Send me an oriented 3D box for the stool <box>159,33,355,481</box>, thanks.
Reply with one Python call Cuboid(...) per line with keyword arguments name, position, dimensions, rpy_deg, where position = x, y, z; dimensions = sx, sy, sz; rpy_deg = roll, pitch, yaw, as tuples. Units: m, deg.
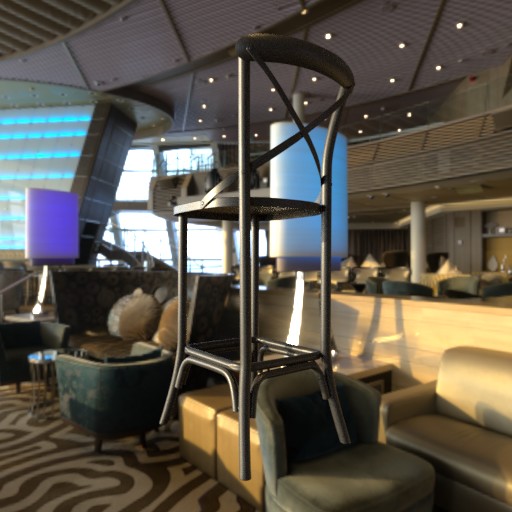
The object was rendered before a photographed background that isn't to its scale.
Cuboid(name="stool", position=(0.000, 0.000, 1.454), dimensions=(0.457, 1.168, 0.584), rpy_deg=(0, -1, -37))
